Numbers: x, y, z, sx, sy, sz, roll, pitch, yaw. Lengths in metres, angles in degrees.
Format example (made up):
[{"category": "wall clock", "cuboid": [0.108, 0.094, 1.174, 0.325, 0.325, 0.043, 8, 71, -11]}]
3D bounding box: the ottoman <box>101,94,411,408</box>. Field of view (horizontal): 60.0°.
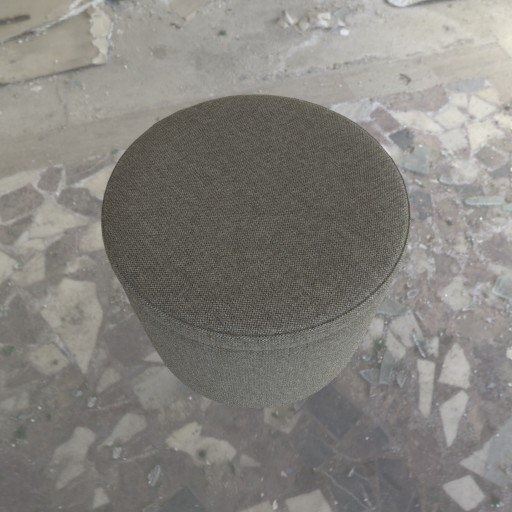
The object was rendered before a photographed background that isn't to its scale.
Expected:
[{"category": "ottoman", "cuboid": [0.000, 0.000, 0.903, 0.520, 0.430, 0.520, 0, 58, 0]}]
